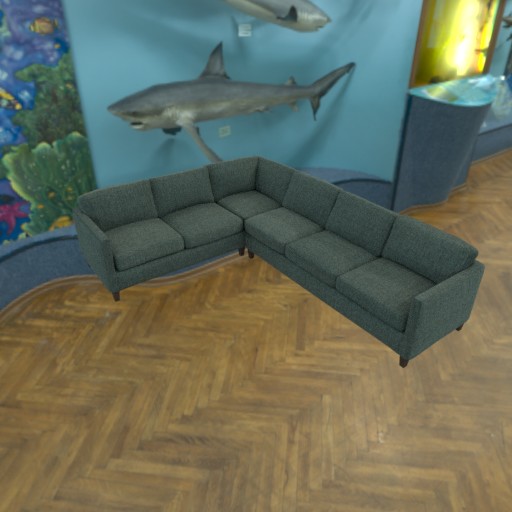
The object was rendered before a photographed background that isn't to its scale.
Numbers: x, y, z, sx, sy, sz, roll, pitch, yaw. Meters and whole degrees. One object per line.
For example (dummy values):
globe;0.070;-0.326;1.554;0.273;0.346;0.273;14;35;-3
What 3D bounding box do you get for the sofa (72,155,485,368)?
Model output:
sofa;0.000;0.000;4.402;2.593;0.947;3.302;-20;36;-30
